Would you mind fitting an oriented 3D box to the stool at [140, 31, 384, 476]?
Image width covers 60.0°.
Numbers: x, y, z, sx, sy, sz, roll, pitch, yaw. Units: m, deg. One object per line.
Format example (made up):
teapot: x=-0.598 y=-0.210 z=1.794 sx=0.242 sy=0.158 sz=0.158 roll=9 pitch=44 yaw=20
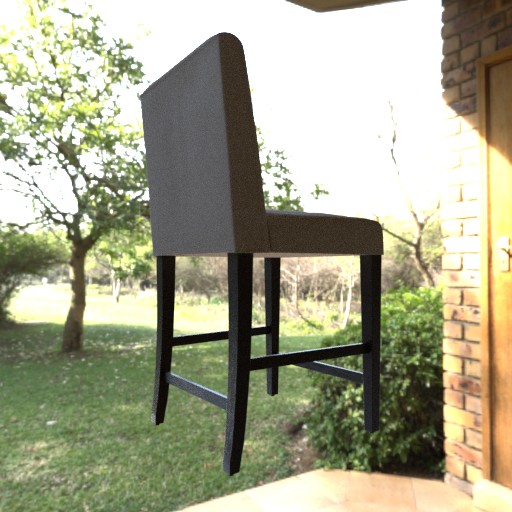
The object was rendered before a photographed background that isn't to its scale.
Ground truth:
stool: x=0.000 y=0.000 z=1.222 sx=0.509 sy=0.939 sz=0.474 roll=1 pitch=-2 yaw=-37
